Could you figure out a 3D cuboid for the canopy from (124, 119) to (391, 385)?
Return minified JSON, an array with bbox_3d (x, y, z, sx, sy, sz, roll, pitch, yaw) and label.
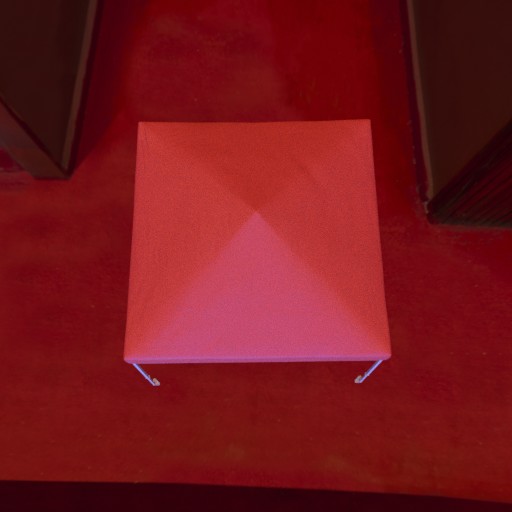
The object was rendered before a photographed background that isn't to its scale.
[{"bbox_3d":[0.000,0.000,6.385,3.599,3.600,3.600,-1,75,0],"label":"canopy"}]
